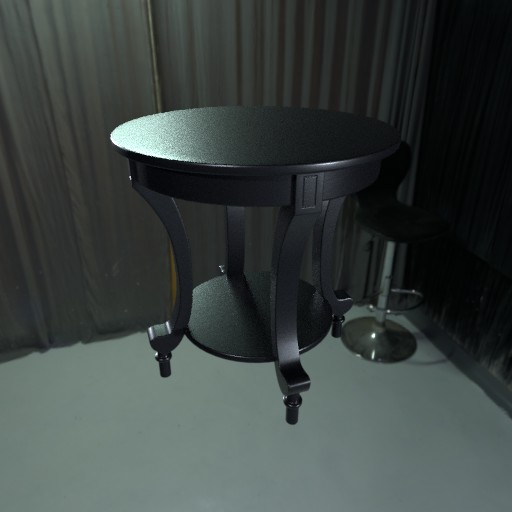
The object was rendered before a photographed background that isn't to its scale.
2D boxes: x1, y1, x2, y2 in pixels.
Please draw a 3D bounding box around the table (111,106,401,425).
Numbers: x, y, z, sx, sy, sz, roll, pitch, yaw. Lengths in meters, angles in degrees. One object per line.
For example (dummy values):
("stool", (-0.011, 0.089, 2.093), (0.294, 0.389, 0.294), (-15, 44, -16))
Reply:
("table", (0.000, 0.000, 1.087), (0.597, 0.618, 0.597), (0, 27, 0))
